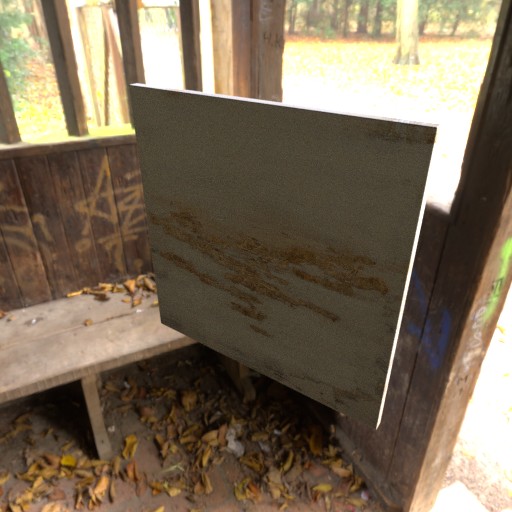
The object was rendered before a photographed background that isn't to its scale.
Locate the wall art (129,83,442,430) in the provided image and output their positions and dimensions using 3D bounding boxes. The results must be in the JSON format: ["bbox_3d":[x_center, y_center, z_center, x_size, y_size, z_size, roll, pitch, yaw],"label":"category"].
[{"bbox_3d":[0.000,0.000,1.512,1.015,1.018,0.040,19,35,29],"label":"wall art"}]
